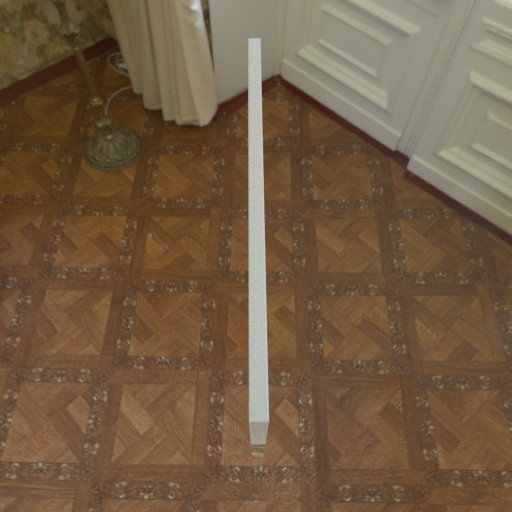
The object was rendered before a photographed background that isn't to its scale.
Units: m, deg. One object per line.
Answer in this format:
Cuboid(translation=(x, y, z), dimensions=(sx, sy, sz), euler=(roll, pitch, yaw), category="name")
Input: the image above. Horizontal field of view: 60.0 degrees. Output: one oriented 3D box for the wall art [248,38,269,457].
Cuboid(translation=(0.000, 0.000, 1.931), dimensions=(0.051, 1.016, 1.520), euler=(0, 61, 0), category="wall art")
